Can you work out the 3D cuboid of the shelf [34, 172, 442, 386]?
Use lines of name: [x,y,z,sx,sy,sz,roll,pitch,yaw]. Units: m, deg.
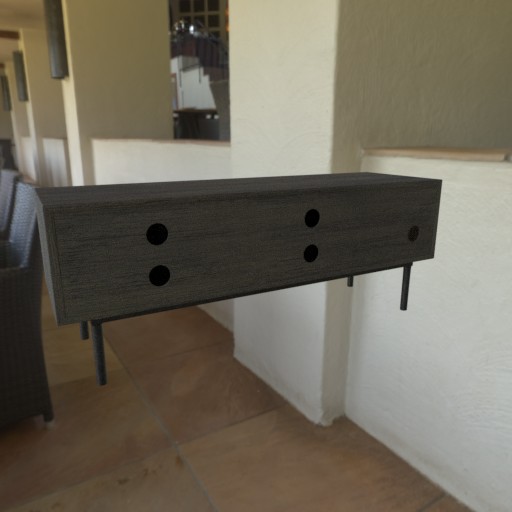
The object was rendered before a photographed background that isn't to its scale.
shelf: [0.000,0.000,1.520,1.300,0.495,0.400,-8,17,-27]
